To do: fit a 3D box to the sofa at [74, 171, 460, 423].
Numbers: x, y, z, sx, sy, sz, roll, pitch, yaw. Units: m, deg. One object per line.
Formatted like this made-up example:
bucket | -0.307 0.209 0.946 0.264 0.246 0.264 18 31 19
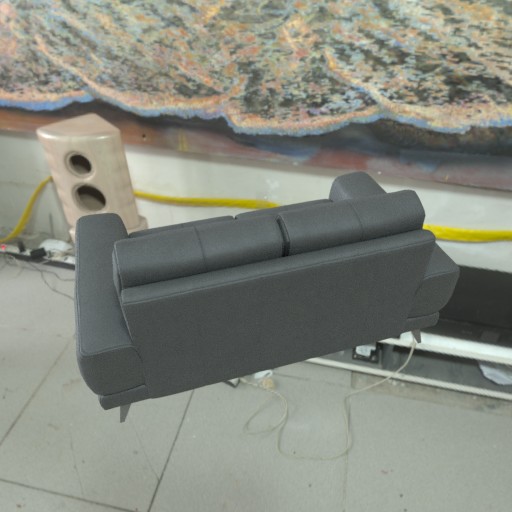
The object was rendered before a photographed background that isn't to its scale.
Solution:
sofa | 0.000 0.000 2.332 1.806 0.907 1.018 -11 41 -13
